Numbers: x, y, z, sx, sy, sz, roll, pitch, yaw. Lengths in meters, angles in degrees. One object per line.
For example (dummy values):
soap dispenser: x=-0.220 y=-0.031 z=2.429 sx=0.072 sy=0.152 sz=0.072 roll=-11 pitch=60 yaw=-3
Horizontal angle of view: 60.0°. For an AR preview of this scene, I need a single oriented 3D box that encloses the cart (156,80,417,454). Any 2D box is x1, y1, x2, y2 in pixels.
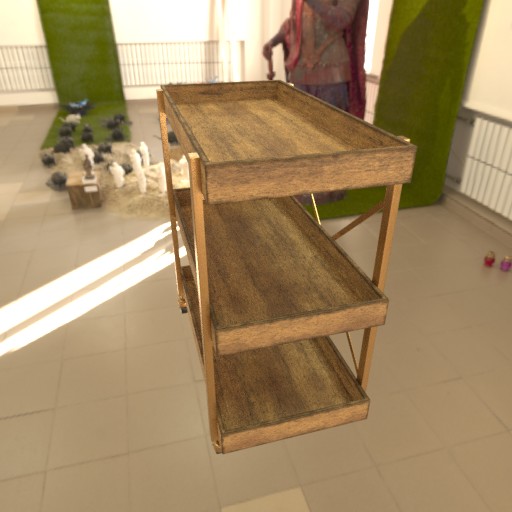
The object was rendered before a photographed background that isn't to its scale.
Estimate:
cart: x=0.000 y=0.000 z=1.232 sx=0.416 sy=0.799 sz=0.750 roll=-8 pitch=31 yaw=-14
